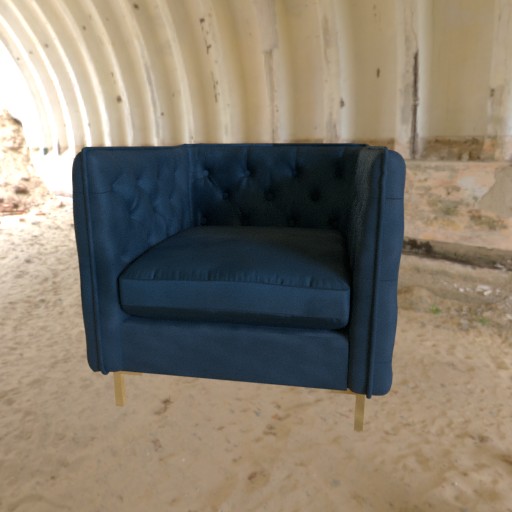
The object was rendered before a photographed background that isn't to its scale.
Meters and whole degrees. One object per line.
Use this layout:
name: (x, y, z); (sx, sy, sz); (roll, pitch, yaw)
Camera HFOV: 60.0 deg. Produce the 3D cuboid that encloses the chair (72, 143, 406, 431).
chair: (0.000, 0.000, 1.542); (0.868, 0.771, 0.877); (2, 14, 10)
